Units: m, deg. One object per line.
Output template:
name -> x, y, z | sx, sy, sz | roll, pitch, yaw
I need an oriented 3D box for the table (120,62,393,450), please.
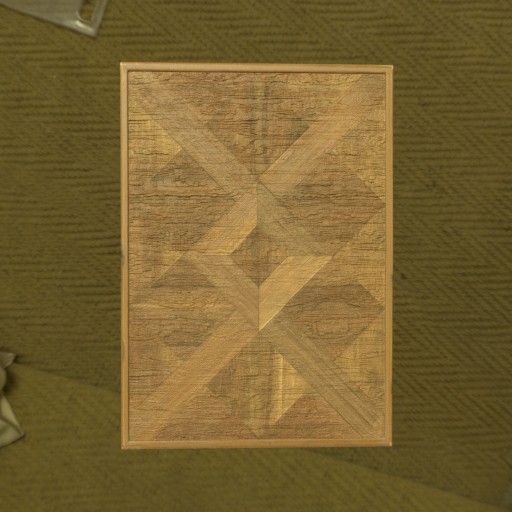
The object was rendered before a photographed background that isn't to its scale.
table -> 0.000, 0.000, 1.669 | 0.877, 0.492, 1.238 | 0, 91, -2
